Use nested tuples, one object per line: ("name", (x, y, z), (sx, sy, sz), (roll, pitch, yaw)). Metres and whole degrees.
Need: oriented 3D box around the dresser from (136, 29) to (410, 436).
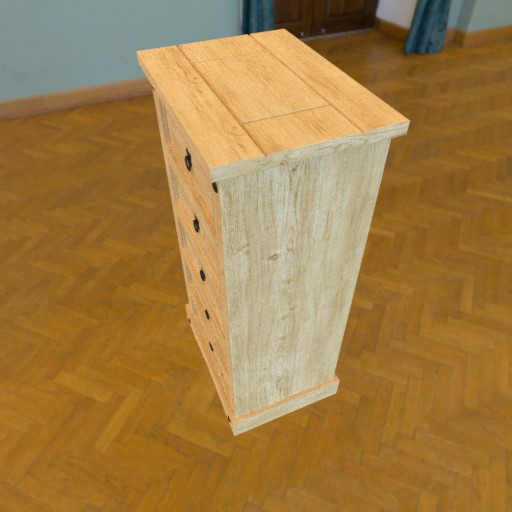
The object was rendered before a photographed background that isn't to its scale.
("dresser", (0.000, 0.000, 1.303), (0.390, 1.041, 0.531), (-17, 48, -16))
